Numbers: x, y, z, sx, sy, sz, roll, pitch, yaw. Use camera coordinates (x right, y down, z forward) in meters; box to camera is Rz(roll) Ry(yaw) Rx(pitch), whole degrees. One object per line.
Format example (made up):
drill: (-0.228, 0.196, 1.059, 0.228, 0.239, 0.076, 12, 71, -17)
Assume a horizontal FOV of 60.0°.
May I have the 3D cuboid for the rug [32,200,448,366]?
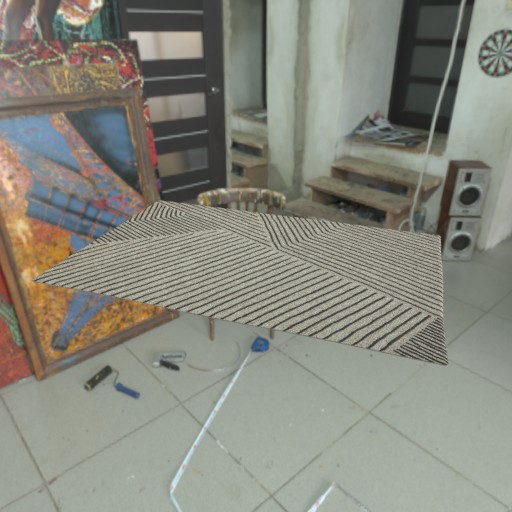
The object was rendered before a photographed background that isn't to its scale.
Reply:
rug: (0.000, 0.000, 3.034, 2.406, 0.023, 1.539, 9, 28, 17)
